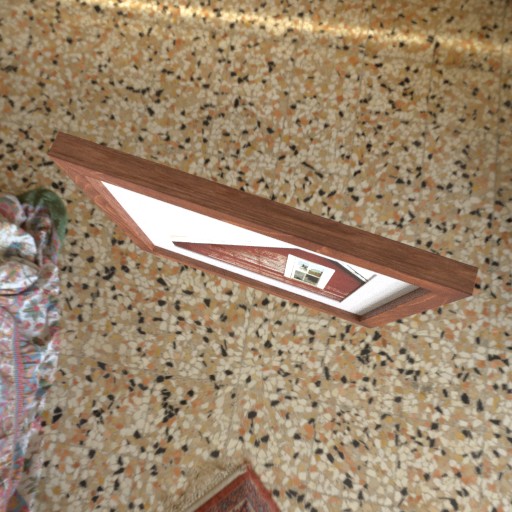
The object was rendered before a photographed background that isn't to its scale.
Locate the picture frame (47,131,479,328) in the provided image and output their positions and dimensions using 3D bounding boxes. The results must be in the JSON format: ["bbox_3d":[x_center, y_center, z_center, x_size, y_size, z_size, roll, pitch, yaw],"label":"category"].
[{"bbox_3d":[0.000,0.000,0.538,0.381,0.330,0.025,19,77,5],"label":"picture frame"}]
